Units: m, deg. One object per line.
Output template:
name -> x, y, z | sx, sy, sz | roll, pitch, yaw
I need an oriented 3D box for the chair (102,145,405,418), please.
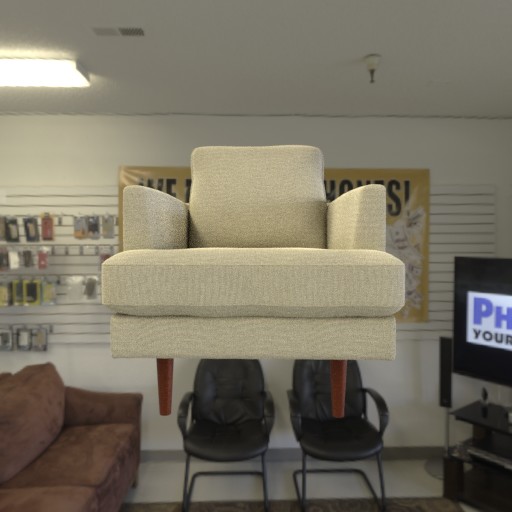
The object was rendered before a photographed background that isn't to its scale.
chair -> 0.000, 0.000, 1.657 | 0.858, 0.957, 0.899 | 0, 1, 2
